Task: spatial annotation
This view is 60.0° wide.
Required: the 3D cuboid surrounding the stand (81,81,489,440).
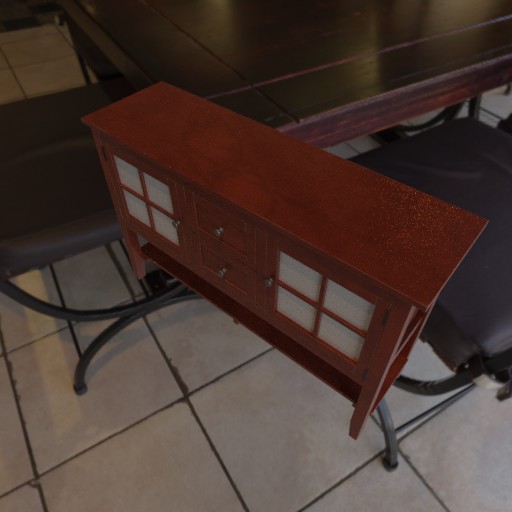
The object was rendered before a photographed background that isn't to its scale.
[{"bbox_3d":[0.000,0.000,1.751,1.362,0.872,0.410,31,54,26],"label":"stand"}]
